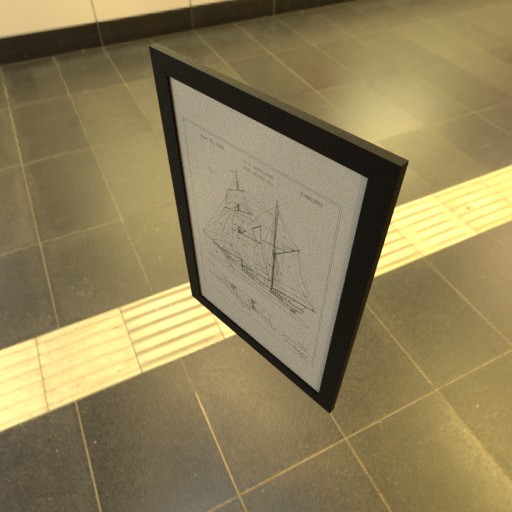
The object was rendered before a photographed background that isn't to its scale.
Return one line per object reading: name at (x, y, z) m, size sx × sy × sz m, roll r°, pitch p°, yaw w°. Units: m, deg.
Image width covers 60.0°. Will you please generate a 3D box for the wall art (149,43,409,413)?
wall art at (0.000, 0.000, 0.592) m, size 0.326 × 0.459 × 0.011 m, roll 36°, pitch 56°, yaw 28°
